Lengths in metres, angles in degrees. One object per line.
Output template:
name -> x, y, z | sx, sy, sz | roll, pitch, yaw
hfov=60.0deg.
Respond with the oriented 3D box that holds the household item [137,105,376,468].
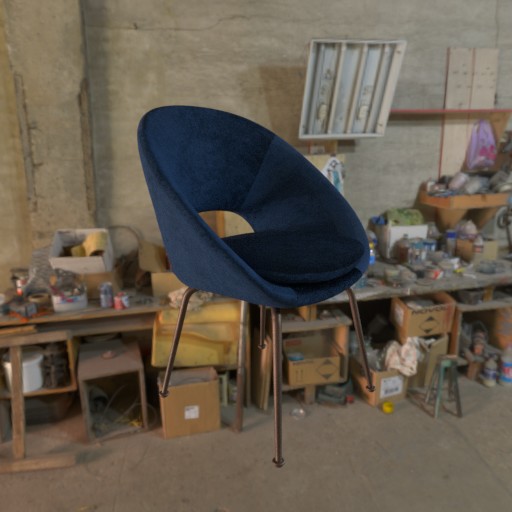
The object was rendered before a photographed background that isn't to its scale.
household item -> 0.000, 0.000, 1.276 | 0.573, 0.852, 0.623 | 12, 18, 41
